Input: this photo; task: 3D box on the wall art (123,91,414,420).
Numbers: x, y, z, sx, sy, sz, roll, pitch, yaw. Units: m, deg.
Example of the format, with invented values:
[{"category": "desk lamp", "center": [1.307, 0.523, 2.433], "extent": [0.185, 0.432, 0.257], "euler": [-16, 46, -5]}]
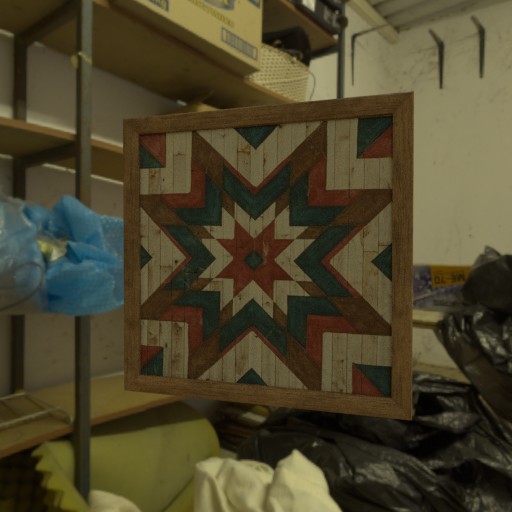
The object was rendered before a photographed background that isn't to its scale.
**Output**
[{"category": "wall art", "center": [0.000, 0.000, 1.041], "extent": [0.695, 0.691, 0.029], "euler": [0, 1, 17]}]
